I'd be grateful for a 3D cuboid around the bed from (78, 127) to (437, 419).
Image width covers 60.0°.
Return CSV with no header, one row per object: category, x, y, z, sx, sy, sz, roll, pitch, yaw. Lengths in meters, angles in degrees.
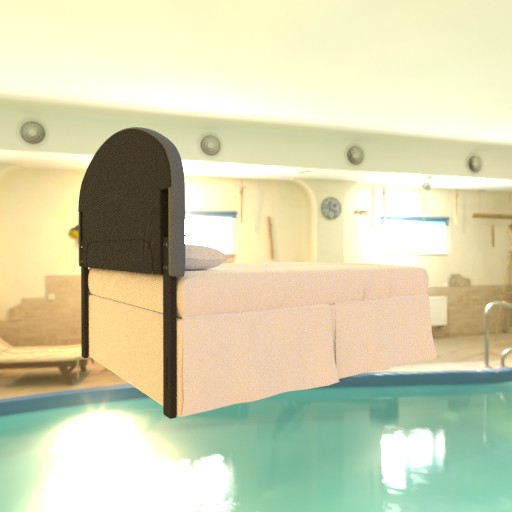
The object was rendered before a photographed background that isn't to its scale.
bed,0.000,0.000,3.104,2.005,1.410,1.607,0,1,-36
